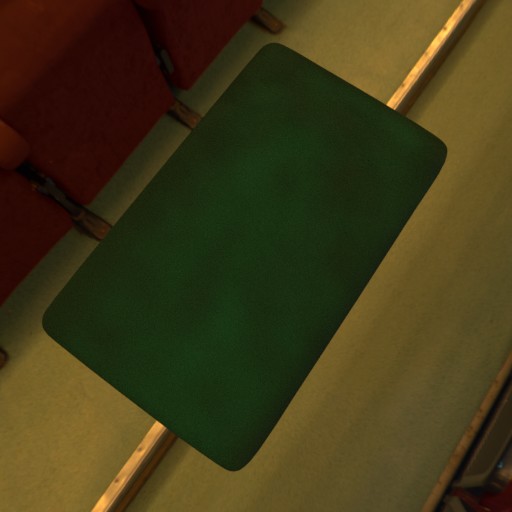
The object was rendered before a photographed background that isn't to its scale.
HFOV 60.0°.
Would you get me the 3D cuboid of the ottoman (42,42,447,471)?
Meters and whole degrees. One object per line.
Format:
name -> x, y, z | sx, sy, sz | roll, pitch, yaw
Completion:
ottoman -> 0.000, 0.000, 1.195 | 0.536, 0.533, 0.886 | 34, 78, 8
